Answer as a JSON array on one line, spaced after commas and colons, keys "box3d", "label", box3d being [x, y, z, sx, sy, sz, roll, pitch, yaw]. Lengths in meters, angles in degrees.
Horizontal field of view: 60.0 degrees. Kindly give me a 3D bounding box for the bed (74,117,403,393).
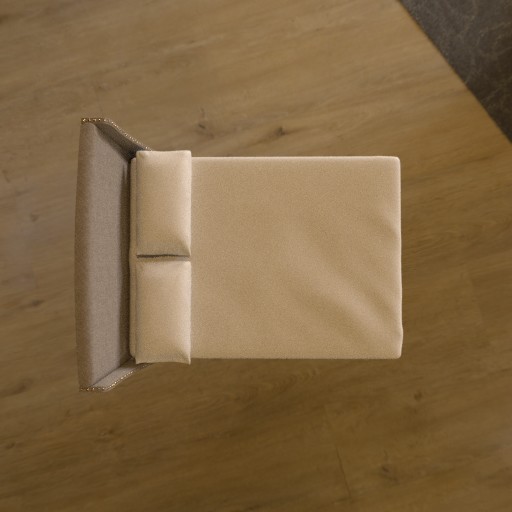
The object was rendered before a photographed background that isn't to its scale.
[{"box3d": [0.000, 0.000, 3.345, 2.237, 1.407, 1.710, 0, 89, 1], "label": "bed"}]
